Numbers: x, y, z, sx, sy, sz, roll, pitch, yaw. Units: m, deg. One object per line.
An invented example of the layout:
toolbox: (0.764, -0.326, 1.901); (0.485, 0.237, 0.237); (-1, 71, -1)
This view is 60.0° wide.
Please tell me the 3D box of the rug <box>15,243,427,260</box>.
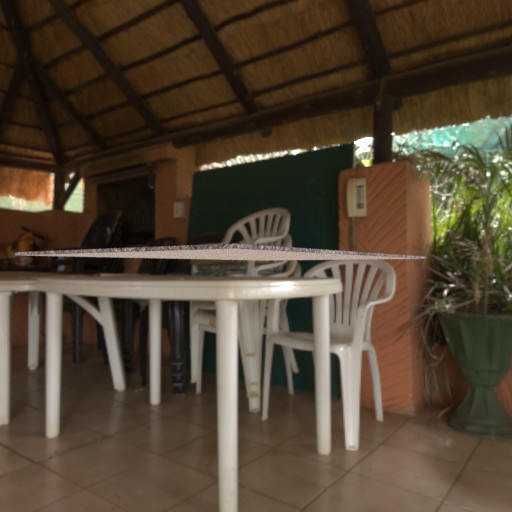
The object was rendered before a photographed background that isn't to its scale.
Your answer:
rug: (0.000, 0.000, 2.841); (1.501, 0.017, 2.298); (-1, -2, 36)
